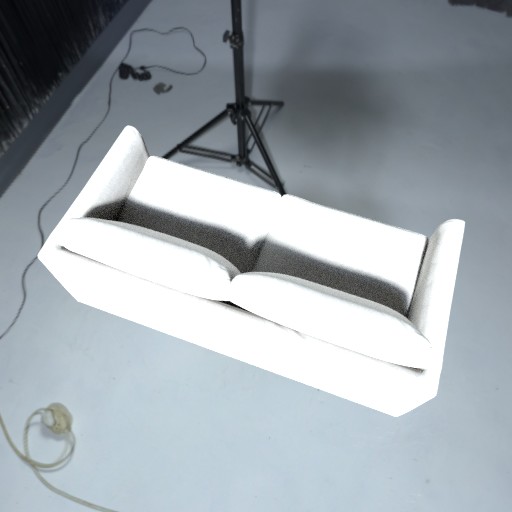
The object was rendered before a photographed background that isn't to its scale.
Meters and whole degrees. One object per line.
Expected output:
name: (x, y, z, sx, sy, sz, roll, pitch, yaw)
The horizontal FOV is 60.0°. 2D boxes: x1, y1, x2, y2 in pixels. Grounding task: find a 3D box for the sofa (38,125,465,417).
sofa: (0.000, 0.000, 2.736, 2.588, 0.838, 1.090, 18, 63, 9)
